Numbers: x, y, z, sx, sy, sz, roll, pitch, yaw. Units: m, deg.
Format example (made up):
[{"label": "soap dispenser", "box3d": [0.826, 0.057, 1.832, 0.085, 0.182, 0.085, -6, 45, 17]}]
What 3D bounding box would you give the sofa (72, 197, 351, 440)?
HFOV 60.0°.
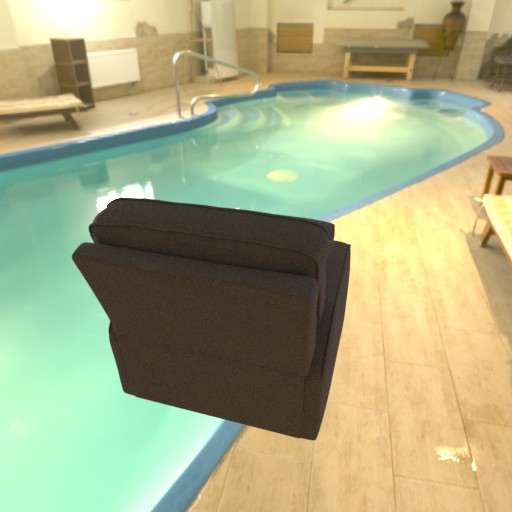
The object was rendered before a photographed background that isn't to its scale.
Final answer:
[{"label": "sofa", "box3d": [0.000, 0.000, 2.039, 0.861, 0.959, 1.472, 9, 32, 14]}]
